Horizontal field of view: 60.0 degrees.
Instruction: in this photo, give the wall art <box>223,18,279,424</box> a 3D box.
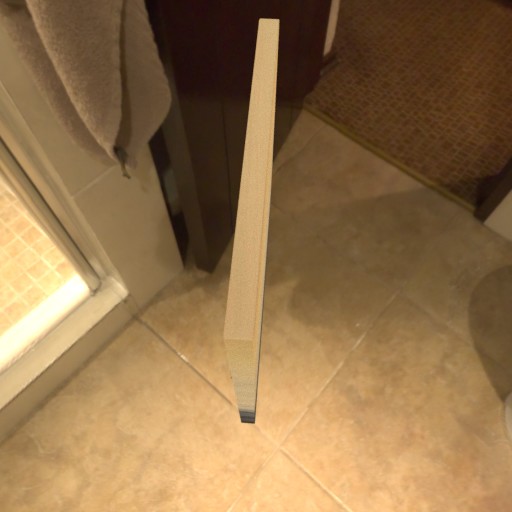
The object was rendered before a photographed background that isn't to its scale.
[{"bbox_3d":[0.000,0.000,0.978,0.041,0.710,0.608,4,62,2],"label":"wall art"}]
